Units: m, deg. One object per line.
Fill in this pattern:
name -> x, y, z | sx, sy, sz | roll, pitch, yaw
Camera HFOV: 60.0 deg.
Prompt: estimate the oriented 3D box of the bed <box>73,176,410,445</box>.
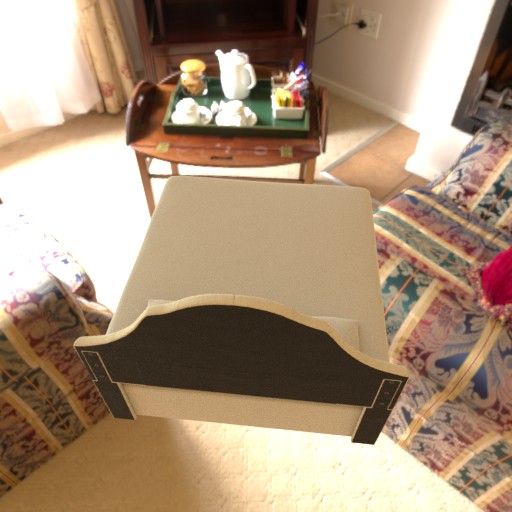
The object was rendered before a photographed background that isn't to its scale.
bed -> 0.000, 0.000, 3.390 | 2.012, 1.555, 2.086 | 4, 47, 4
